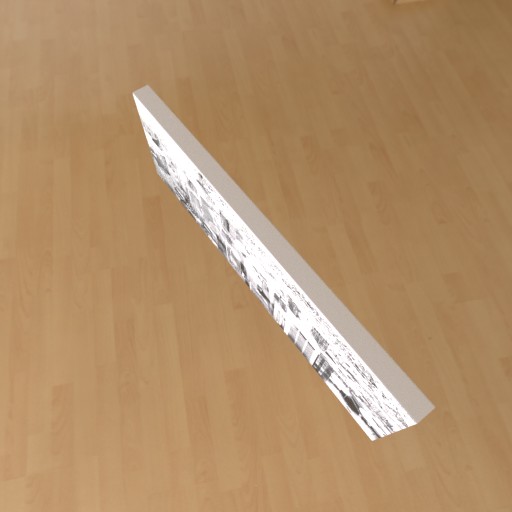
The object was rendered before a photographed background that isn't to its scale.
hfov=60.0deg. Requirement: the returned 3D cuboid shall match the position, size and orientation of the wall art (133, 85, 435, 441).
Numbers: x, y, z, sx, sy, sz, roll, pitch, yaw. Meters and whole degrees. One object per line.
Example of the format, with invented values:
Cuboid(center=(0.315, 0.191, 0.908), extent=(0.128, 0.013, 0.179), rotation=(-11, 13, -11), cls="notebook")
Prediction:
Cuboid(center=(0.000, 0.000, 0.847), extent=(0.038, 0.255, 0.763), rotation=(-34, 67, -16), cls="wall art")
